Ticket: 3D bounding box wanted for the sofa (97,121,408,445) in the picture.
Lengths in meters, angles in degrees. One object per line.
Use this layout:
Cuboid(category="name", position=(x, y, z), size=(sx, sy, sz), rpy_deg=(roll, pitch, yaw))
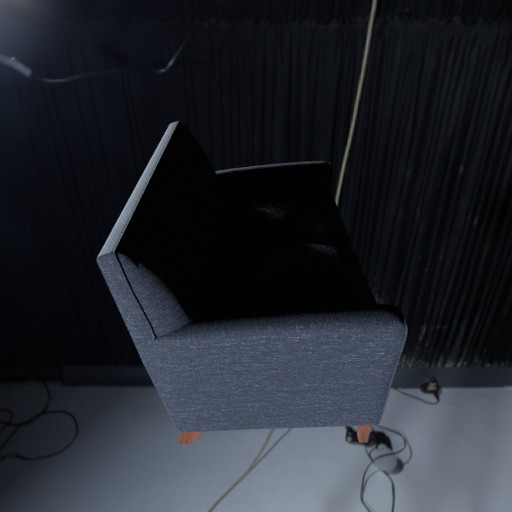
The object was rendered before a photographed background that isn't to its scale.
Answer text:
Cuboid(category="sofa", position=(0.000, 0.000, 1.964), size=(0.875, 0.846, 1.420), rpy_deg=(-1, 31, -1))
